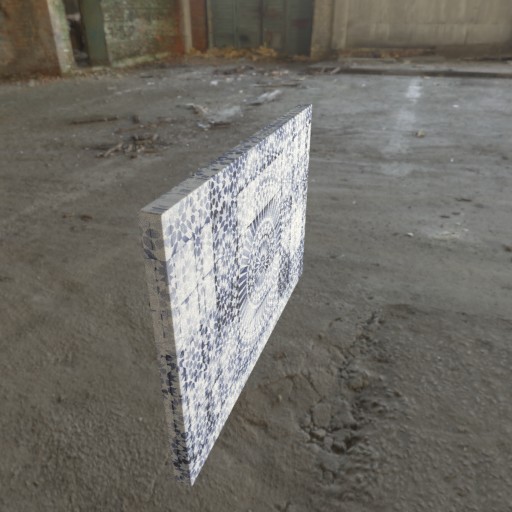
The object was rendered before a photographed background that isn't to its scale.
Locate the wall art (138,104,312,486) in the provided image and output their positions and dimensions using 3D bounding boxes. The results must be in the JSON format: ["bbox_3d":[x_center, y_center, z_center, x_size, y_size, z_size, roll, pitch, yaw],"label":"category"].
[{"bbox_3d":[0.000,0.000,0.766,0.030,0.406,0.608,10,30,17],"label":"wall art"}]
